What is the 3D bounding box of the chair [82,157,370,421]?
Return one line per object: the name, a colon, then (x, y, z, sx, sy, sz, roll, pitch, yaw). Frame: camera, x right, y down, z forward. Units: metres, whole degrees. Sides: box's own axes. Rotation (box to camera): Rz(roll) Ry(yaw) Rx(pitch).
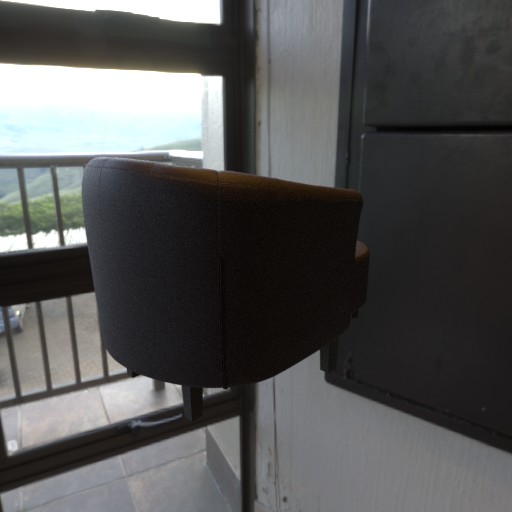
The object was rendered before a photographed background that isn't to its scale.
chair: (0.000, 0.000, 1.654, 0.763, 0.760, 1.191, 15, 21, 42)
